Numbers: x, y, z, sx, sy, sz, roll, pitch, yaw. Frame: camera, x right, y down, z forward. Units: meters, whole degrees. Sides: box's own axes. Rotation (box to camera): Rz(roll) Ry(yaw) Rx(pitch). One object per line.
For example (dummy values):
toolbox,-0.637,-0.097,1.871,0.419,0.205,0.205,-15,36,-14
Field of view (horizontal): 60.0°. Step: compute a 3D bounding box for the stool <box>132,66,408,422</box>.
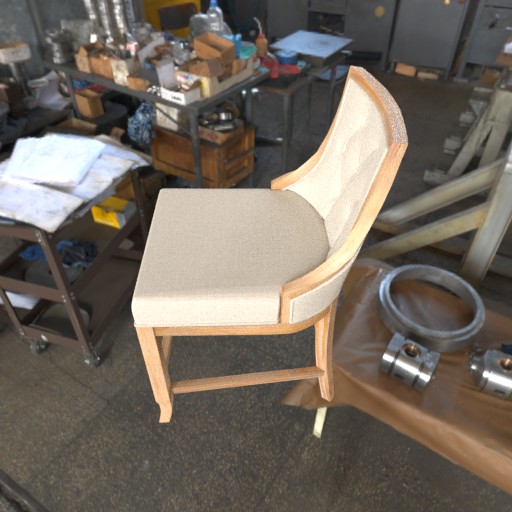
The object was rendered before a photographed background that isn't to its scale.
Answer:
stool,0.000,0.000,1.303,0.626,0.938,0.524,-1,41,-1
